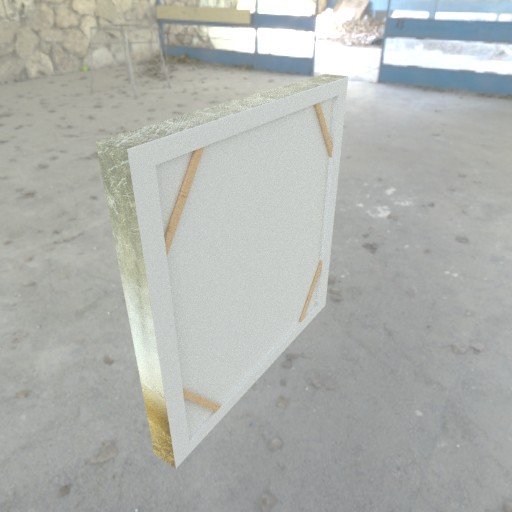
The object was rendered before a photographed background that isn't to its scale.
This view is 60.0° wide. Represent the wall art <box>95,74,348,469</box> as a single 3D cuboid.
[{"bbox_3d":[0.000,0.000,0.600,0.038,0.407,0.405,20,36,29],"label":"wall art"}]
